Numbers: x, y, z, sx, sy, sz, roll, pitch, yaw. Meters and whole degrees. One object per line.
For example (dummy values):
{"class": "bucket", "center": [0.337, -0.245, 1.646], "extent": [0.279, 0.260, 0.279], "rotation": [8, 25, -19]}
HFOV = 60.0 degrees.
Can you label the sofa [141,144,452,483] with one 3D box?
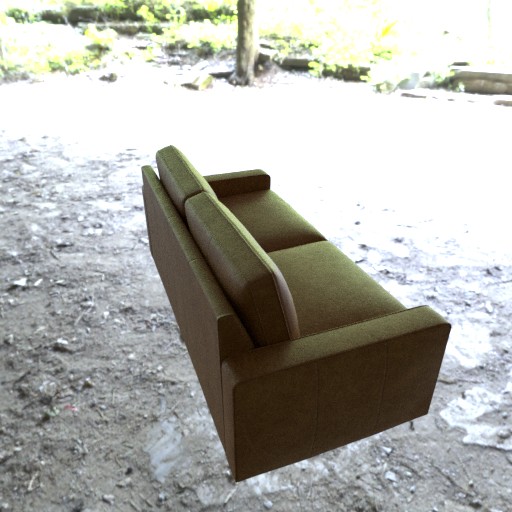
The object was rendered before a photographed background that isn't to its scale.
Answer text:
{"class": "sofa", "center": [0.000, 0.000, 2.607], "extent": [0.991, 0.928, 2.156], "rotation": [-11, 32, -18]}
